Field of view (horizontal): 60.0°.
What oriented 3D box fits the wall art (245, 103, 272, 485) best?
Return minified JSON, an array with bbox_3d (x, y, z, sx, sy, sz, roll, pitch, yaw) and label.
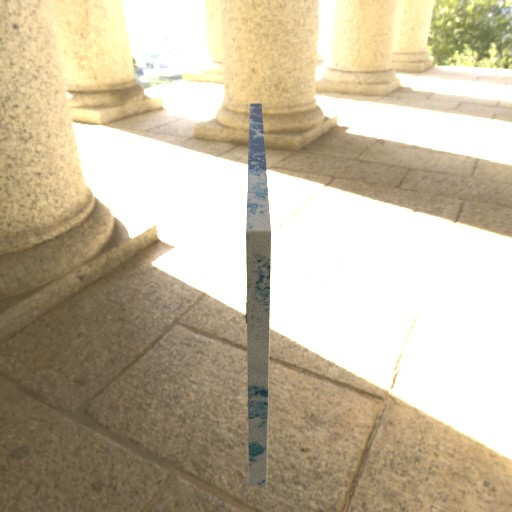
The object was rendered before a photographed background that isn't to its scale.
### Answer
[{"bbox_3d":[0.000,0.000,1.188,0.042,0.610,0.915,0,30,0],"label":"wall art"}]
